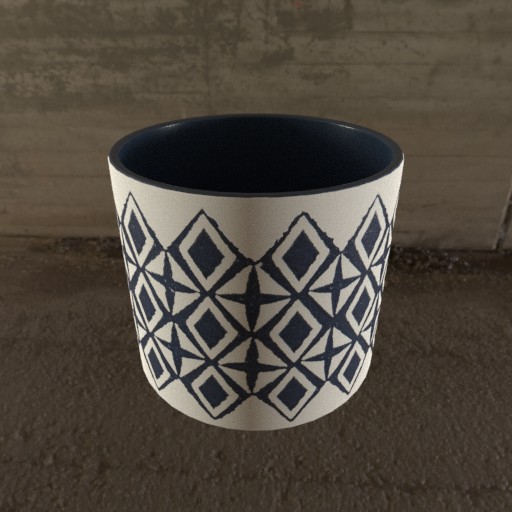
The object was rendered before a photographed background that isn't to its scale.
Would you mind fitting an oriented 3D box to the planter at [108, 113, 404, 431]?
[{"bbox_3d":[0.000,0.000,0.281,0.159,0.144,0.159,0,29,0],"label":"planter"}]
